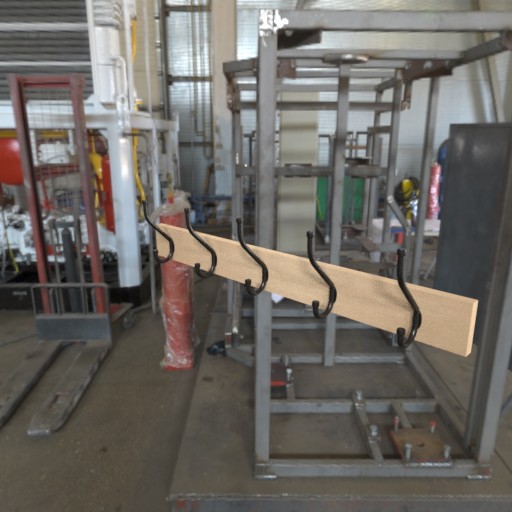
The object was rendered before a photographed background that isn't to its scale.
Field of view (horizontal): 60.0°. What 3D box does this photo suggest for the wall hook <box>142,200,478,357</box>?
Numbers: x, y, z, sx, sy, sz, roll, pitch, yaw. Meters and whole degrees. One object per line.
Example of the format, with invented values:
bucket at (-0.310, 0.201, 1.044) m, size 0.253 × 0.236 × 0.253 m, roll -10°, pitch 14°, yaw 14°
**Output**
wall hook at (0.000, 0.000, 0.624) m, size 0.571 × 0.117 × 0.071 m, roll 15°, pitch 21°, yaw 43°
